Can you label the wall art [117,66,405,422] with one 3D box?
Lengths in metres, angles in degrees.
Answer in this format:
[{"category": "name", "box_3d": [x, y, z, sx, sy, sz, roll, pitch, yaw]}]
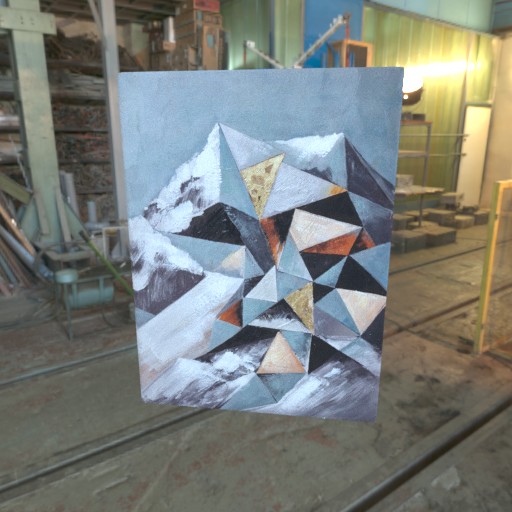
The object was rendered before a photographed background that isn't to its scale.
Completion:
[{"category": "wall art", "box_3d": [0.000, 0.000, 0.789, 0.455, 0.613, 0.037, 2, 15, 8]}]
